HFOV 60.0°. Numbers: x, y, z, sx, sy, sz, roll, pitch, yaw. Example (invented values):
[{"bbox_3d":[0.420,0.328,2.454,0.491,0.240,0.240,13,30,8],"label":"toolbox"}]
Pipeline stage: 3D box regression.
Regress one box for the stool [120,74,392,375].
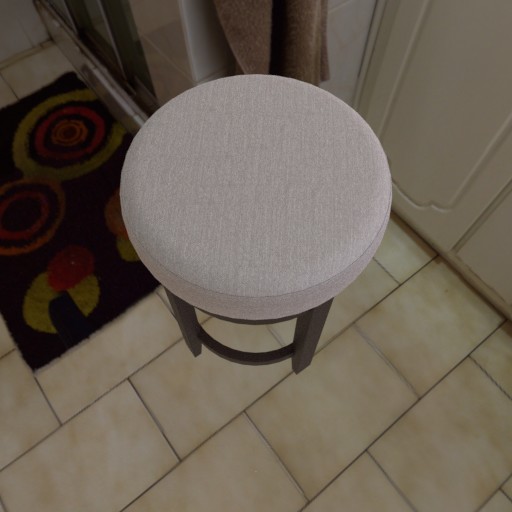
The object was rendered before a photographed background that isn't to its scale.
[{"bbox_3d":[0.000,0.000,0.975,0.443,0.672,0.443,0,64,0],"label":"stool"}]
